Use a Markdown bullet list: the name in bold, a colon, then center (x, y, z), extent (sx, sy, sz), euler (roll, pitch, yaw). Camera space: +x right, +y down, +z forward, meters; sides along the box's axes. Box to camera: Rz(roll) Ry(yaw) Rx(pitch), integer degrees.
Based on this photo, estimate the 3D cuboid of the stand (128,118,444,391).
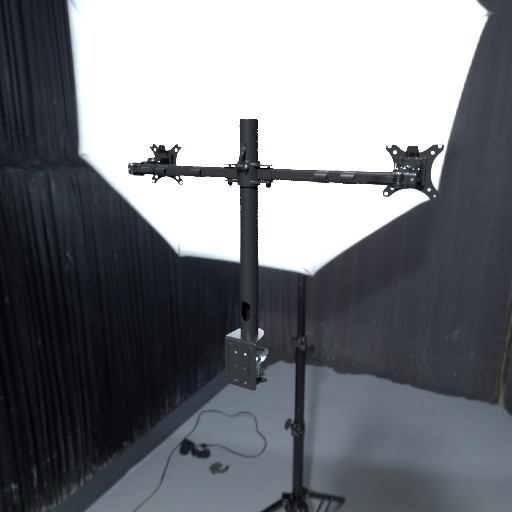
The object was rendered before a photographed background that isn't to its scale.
- **stand**: center (0.000, 0.000, 1.023), extent (0.743, 0.603, 0.150), euler (8, 16, 28)
